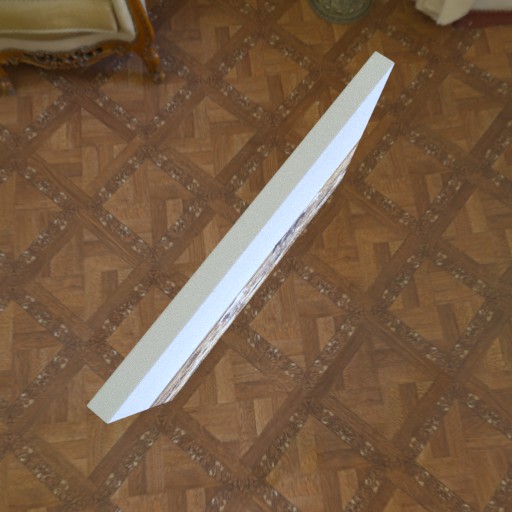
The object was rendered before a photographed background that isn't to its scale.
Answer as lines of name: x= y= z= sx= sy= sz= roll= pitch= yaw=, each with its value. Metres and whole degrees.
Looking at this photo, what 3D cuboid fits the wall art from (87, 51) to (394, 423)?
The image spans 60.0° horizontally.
wall art: x=0.000 y=0.000 z=1.157 sx=0.050 sy=0.610 sz=0.914 roll=36 pitch=79 yaw=9
